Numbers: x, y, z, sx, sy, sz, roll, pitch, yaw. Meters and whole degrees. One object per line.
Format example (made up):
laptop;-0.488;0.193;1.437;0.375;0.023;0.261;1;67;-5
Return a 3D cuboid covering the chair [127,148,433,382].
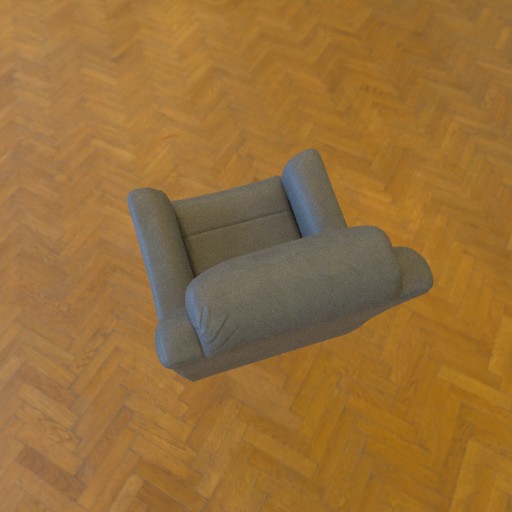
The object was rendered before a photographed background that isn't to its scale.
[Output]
chair;0.000;0.000;1.929;0.967;1.116;1.068;-15;60;-9
